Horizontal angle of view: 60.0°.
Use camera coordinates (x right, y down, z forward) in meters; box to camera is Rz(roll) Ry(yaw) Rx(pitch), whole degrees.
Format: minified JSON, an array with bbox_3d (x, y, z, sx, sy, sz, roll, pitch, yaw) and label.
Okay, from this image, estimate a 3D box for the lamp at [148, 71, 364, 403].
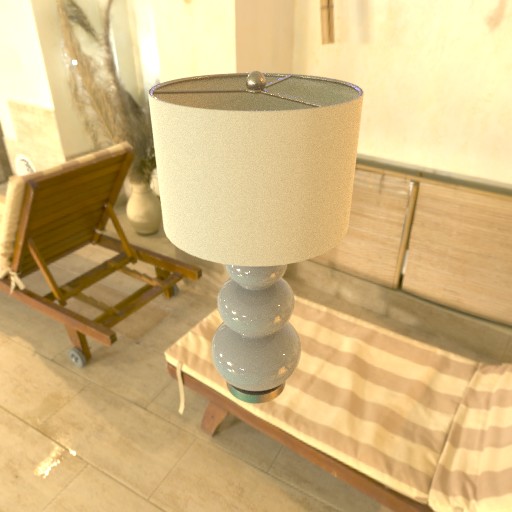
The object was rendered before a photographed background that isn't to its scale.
[{"bbox_3d":[0.000,0.000,0.940,0.367,0.730,0.367,20,36,30],"label":"lamp"}]
